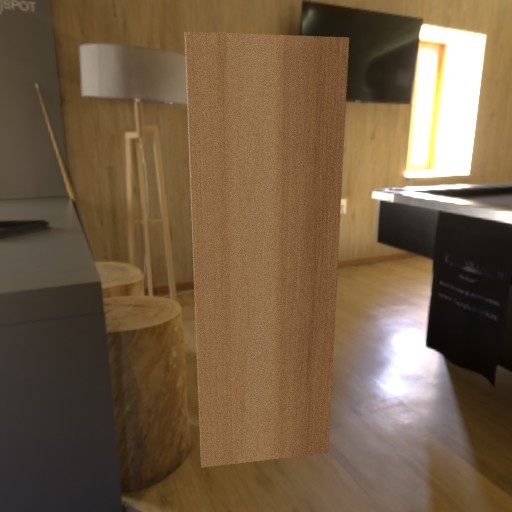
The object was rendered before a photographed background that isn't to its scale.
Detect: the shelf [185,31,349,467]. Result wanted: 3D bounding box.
[{"bbox_3d":[0.000,0.000,1.020,0.290,0.872,0.290,-2,15,-9],"label":"shelf"}]
